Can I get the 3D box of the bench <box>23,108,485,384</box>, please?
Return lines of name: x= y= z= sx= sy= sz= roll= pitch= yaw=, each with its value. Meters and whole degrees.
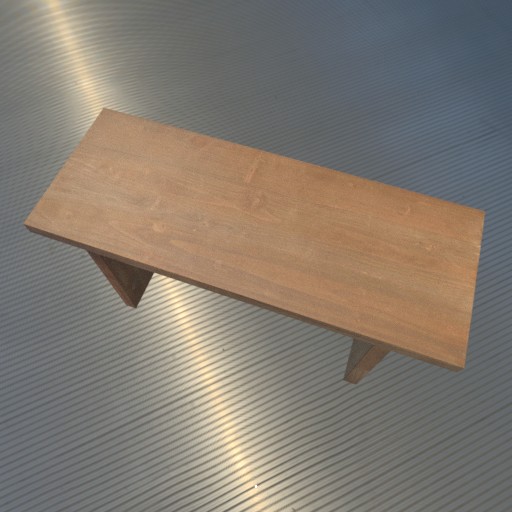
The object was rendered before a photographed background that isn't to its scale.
bench: x=0.000 y=0.000 z=1.418 sx=1.183 sy=0.458 sz=0.458 roll=17 pitch=64 yaw=9
